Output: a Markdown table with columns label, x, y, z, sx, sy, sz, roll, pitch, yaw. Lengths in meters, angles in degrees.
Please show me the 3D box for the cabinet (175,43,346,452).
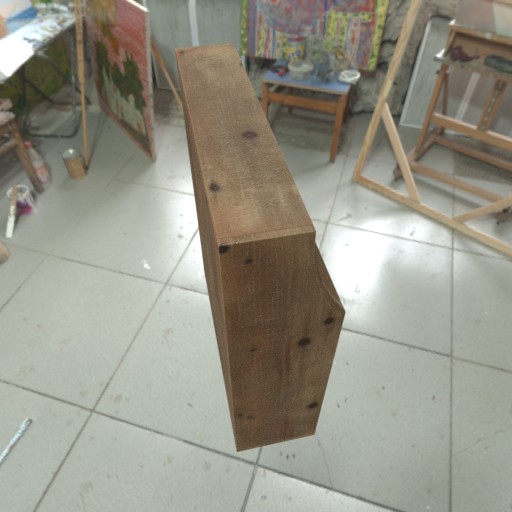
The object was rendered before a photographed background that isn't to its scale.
| label | x | y | z | sx | sy | sz | roll | pitch | yaw |
| --- | --- | --- | --- | --- | --- | --- | --- | --- | --- |
| cabinet | 0.000 | 0.000 | 0.839 | 0.184 | 0.590 | 0.489 | -9 | 48 | -8 |
